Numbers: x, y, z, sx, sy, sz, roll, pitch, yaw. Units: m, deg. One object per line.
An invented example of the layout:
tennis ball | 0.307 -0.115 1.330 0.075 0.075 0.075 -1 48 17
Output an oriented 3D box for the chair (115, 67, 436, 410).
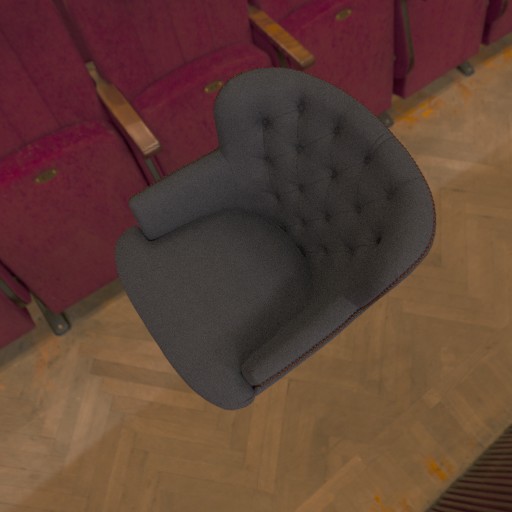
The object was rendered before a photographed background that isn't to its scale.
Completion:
chair | 0.000 0.000 1.591 0.906 0.868 0.848 -33 69 -15
